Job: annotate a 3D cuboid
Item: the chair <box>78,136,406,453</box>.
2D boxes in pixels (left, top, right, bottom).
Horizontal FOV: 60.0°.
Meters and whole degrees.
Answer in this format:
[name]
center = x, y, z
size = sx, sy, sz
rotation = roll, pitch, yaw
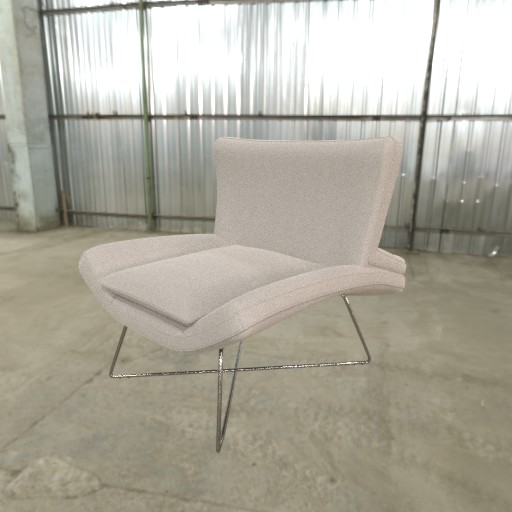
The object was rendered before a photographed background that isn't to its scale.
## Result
[chair]
center = 0.000, 0.000, 1.642
size = 0.859, 0.855, 1.008
rotation = 14, 20, 42
